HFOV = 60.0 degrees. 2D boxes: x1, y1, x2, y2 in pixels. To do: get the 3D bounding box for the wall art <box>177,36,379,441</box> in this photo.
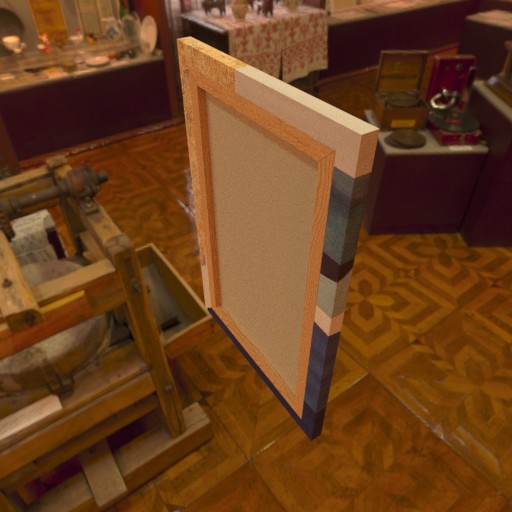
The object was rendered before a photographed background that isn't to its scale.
[{"bbox_3d":[0.000,0.000,1.141,0.039,0.911,0.607,-24,46,-25],"label":"wall art"}]
